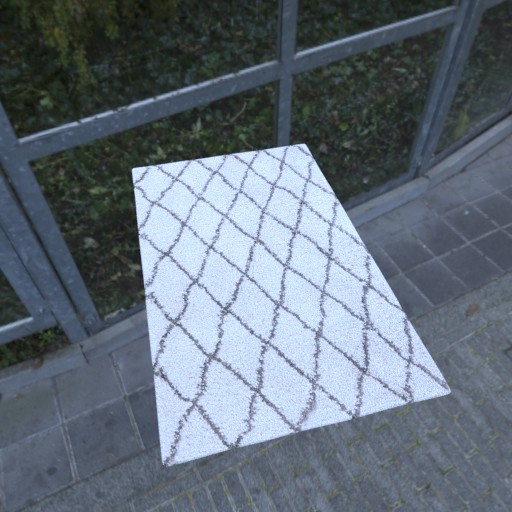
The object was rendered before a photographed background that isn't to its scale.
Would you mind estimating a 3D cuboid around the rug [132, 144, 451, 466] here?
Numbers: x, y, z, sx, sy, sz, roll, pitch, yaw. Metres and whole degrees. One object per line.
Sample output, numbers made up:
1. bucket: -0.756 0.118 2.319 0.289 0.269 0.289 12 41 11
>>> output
1. rug: 0.000 0.000 3.027 1.524 0.030 2.438 -10 48 -10
